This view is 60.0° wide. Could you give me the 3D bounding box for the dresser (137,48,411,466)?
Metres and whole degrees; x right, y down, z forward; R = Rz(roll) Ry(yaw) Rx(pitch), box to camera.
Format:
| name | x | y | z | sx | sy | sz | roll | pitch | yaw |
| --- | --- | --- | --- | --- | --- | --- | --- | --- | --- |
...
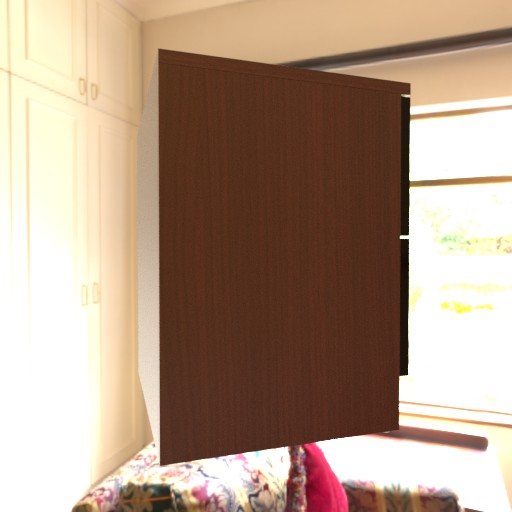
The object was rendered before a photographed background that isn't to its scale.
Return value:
| name | x | y | z | sx | sy | sz | roll | pitch | yaw |
| --- | --- | --- | --- | --- | --- | --- | --- | --- | --- |
| dresser | 0.000 | 0.000 | 0.742 | 0.360 | 0.470 | 0.400 | 0 | 1 | -18 |
